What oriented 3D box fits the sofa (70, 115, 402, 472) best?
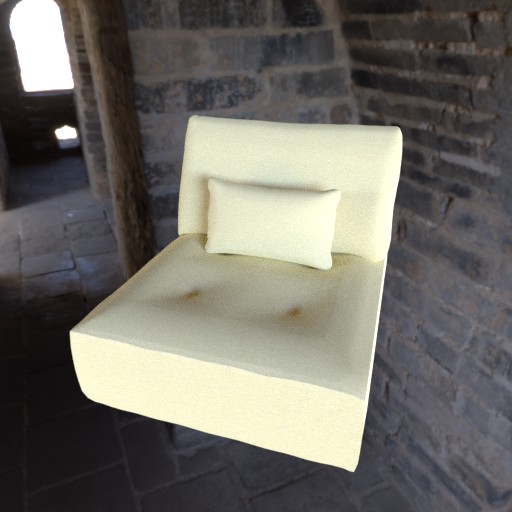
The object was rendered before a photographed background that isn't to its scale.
[{"bbox_3d":[0.000,0.000,1.634,0.930,0.820,1.000,8,28,16],"label":"sofa"}]
